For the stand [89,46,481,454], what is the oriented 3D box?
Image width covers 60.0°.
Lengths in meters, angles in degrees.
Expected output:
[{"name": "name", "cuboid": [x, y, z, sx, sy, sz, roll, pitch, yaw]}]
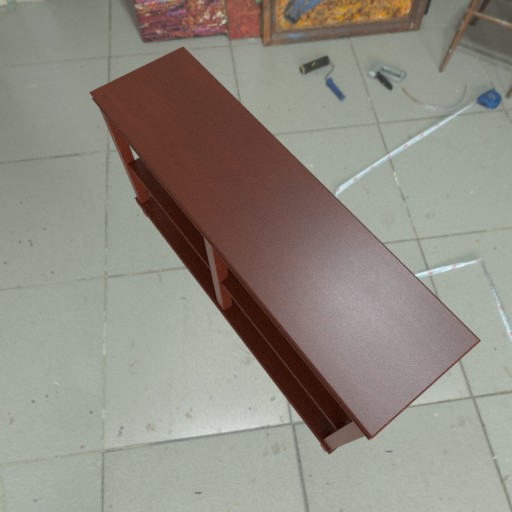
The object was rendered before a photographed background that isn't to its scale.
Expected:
[{"name": "stand", "cuboid": [0.000, 0.000, 1.647, 0.381, 0.762, 1.372, -34, 68, -16]}]
